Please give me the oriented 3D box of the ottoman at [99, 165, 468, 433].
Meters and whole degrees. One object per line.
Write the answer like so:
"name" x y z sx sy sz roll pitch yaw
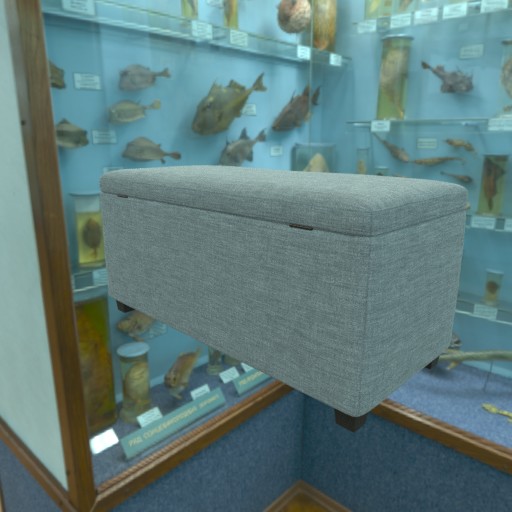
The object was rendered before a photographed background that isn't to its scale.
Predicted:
"ottoman" 0.000 0.000 1.144 0.902 0.432 0.419 14 20 43
